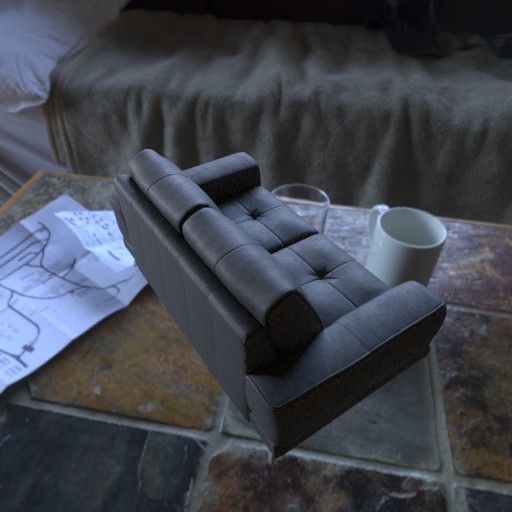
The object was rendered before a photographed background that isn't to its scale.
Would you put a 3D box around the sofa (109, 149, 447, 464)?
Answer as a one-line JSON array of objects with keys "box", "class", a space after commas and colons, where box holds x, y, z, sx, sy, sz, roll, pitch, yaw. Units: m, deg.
[{"box": [0.000, 0.000, 2.446, 1.018, 0.907, 1.806, -24, 47, -25], "class": "sofa"}]
